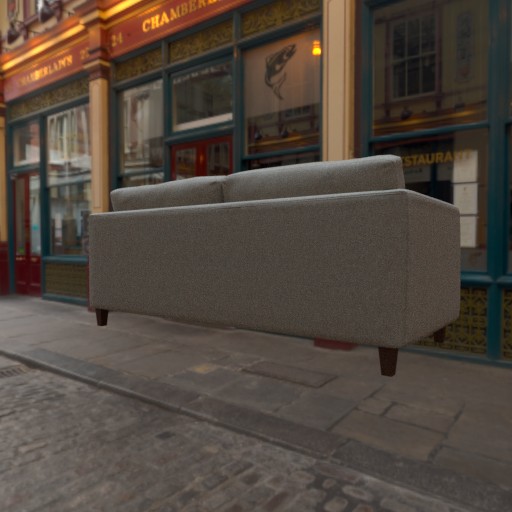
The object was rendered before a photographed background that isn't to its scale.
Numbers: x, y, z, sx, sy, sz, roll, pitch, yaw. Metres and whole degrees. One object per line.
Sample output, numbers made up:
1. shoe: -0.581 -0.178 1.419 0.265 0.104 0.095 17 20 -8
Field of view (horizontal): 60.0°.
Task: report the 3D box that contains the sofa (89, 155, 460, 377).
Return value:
1. sofa: 0.000 0.000 2.766 2.208 0.963 0.956 1 1 36
